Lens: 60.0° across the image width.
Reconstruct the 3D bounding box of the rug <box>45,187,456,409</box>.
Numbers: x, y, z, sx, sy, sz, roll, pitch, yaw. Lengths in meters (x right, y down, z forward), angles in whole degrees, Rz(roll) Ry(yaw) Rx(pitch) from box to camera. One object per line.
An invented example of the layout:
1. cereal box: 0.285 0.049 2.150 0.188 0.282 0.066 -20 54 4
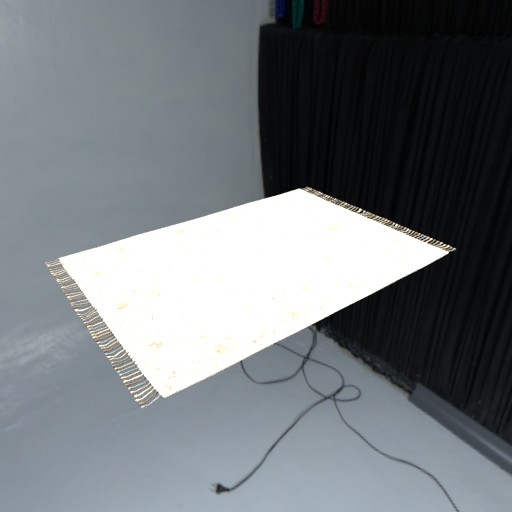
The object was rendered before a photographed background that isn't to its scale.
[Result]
1. rug: 0.000 0.000 2.372 1.861 0.017 1.218 -20 35 -32
